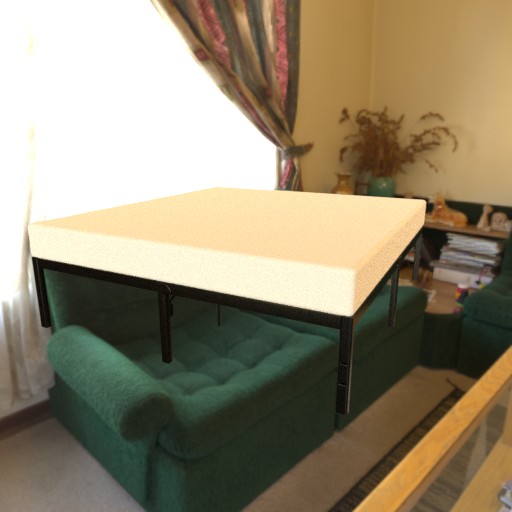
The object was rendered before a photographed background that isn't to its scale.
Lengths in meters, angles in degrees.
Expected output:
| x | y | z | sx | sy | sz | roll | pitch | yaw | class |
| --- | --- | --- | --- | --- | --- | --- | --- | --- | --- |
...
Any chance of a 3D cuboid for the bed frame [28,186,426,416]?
| x | y | z | sx | sy | sz | roll | pitch | yaw | class |
| --- | --- | --- | --- | --- | --- | --- | --- | --- | --- |
| 0.000 | 0.000 | 3.125 | 1.963 | 0.659 | 2.079 | 8 | 18 | 26 | bed frame |
